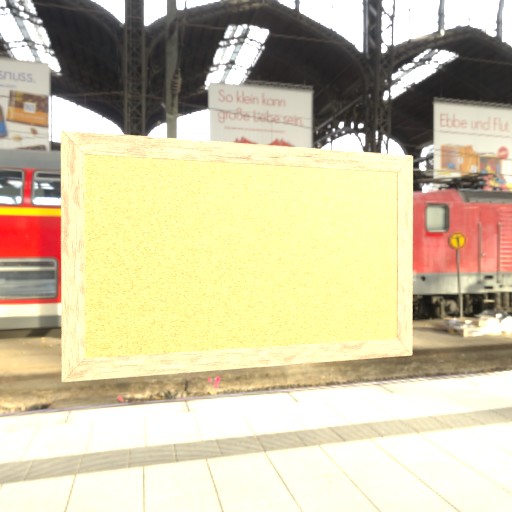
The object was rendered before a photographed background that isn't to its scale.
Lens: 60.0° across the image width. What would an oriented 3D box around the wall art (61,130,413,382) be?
[{"bbox_3d":[0.000,0.000,0.964,0.780,0.480,0.021,0,0,-17],"label":"wall art"}]
